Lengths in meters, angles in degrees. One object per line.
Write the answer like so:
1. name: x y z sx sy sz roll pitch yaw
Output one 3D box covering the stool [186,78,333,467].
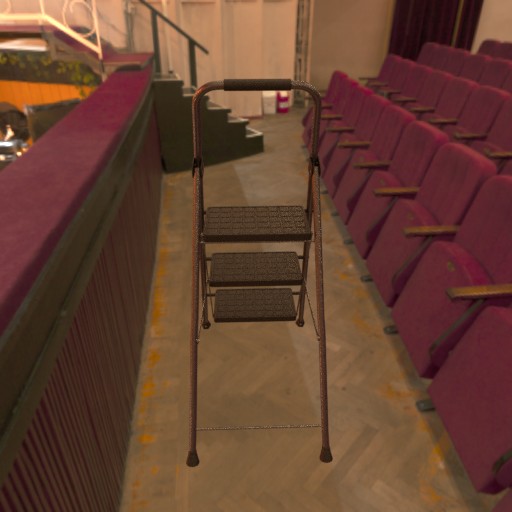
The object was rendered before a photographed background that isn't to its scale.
1. stool: 0.000 0.000 1.455 0.473 1.121 0.733 -1 30 -2
